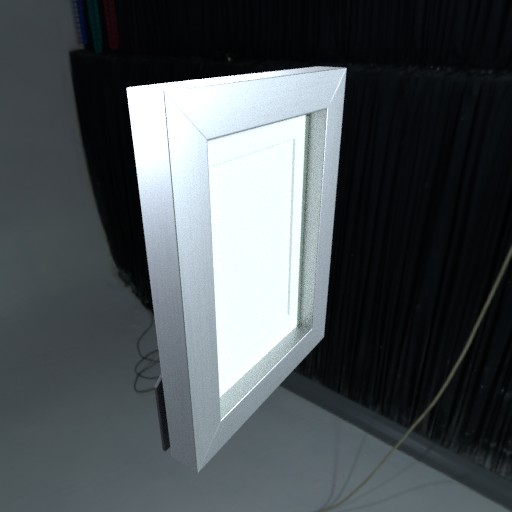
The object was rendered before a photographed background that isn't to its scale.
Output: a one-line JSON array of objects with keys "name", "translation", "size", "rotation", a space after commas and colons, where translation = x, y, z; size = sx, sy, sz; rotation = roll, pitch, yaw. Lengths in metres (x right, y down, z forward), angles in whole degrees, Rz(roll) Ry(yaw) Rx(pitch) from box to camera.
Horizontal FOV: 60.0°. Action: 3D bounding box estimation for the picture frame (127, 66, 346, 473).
[{"name": "picture frame", "translation": [0.000, 0.000, 0.274], "size": [0.028, 0.208, 0.157], "rotation": [17, 31, 31]}]
